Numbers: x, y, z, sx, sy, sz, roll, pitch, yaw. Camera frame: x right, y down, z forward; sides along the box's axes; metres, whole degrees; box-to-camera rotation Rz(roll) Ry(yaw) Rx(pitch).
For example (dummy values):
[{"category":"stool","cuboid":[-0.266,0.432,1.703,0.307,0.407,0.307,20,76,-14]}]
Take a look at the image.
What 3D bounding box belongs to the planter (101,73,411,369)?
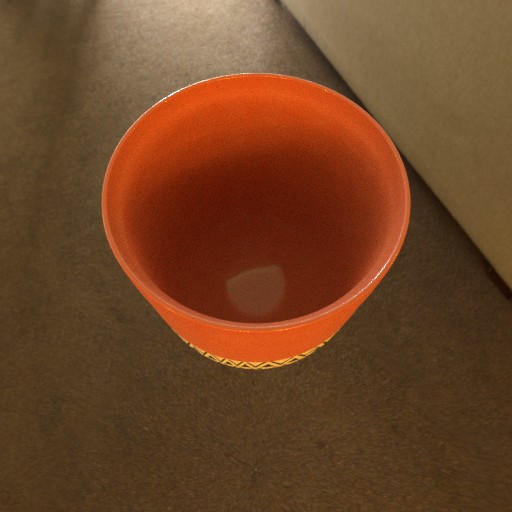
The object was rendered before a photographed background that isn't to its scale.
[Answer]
[{"category":"planter","cuboid":[0.000,0.000,0.378,0.195,0.214,0.195,0,64,0]}]
